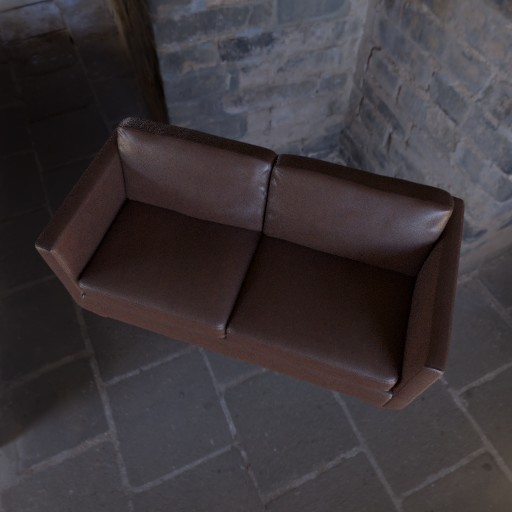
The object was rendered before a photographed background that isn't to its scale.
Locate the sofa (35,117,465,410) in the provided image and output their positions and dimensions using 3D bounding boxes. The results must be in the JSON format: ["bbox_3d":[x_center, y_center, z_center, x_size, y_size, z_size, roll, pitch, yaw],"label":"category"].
[{"bbox_3d":[0.000,0.000,2.344,1.883,0.933,0.951,16,60,10],"label":"sofa"}]
